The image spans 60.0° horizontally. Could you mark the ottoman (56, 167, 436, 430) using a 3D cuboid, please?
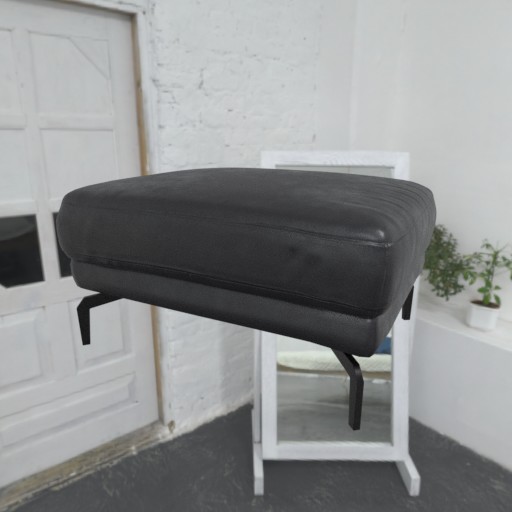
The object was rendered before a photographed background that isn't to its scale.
[{"bbox_3d":[0.000,0.000,1.084,0.764,0.402,0.570,9,19,27],"label":"ottoman"}]
